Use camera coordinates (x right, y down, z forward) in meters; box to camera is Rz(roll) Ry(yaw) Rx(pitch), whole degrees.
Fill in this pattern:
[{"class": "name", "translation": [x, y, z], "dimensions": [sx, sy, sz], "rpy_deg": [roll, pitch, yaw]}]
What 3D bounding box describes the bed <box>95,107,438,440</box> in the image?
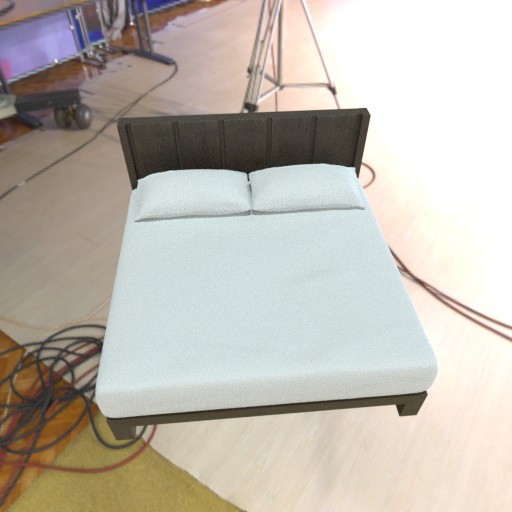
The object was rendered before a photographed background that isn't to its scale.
[{"class": "bed", "translation": [0.000, 0.000, 3.460], "dimensions": [2.143, 1.261, 2.238], "rpy_deg": [-3, 45, -4]}]
